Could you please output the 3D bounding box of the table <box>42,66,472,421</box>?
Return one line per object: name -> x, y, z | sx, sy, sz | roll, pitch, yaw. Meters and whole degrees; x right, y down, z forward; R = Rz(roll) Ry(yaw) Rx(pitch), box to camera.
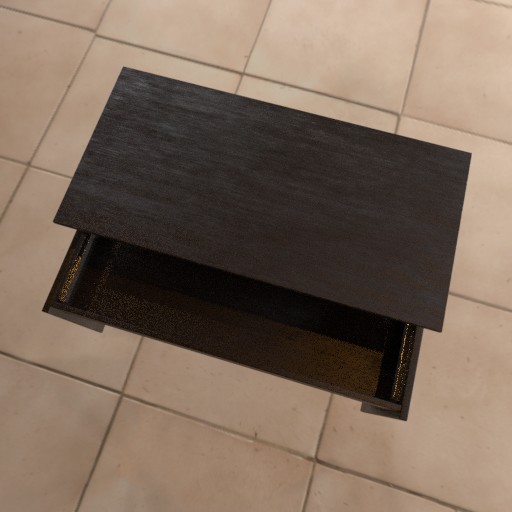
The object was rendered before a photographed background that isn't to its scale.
table -> 0.000, 0.000, 1.401 | 1.000, 0.570, 0.712 | 16, 74, 5
